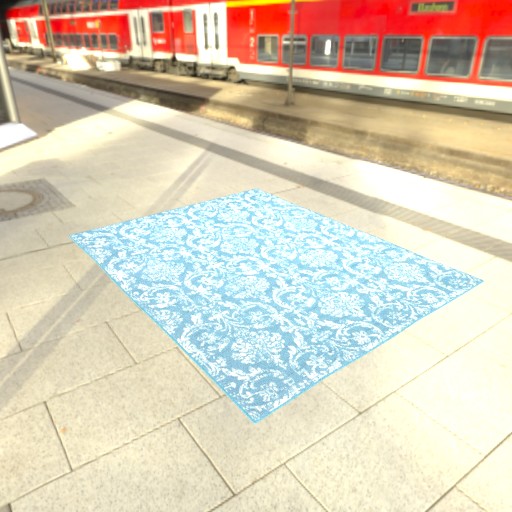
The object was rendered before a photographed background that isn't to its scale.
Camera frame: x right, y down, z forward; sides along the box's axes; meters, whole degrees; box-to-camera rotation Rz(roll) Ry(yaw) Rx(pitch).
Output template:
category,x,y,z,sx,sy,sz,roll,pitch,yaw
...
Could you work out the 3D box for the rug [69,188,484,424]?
category,x,y,z,sx,sy,sz,roll,pitch,yaw
rug,0.000,0.000,3.975,2.363,0.012,2.980,-20,33,-33
